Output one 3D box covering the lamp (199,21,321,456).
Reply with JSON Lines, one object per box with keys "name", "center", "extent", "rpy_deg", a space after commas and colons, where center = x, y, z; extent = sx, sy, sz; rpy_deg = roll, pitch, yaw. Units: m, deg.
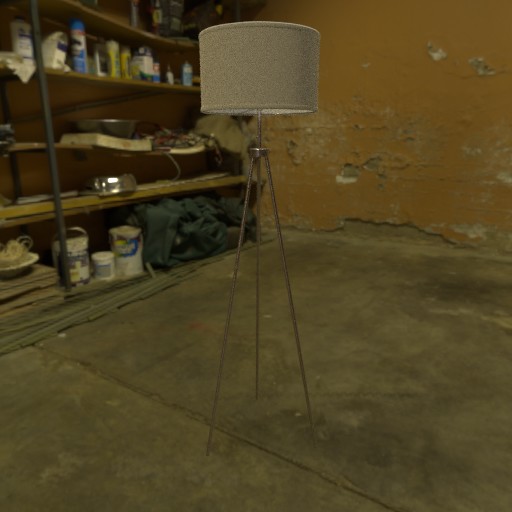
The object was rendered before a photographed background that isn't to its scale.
{"name": "lamp", "center": [0.000, 0.000, 1.717], "extent": [0.448, 1.545, 0.458], "rpy_deg": [-3, 15, -10]}
